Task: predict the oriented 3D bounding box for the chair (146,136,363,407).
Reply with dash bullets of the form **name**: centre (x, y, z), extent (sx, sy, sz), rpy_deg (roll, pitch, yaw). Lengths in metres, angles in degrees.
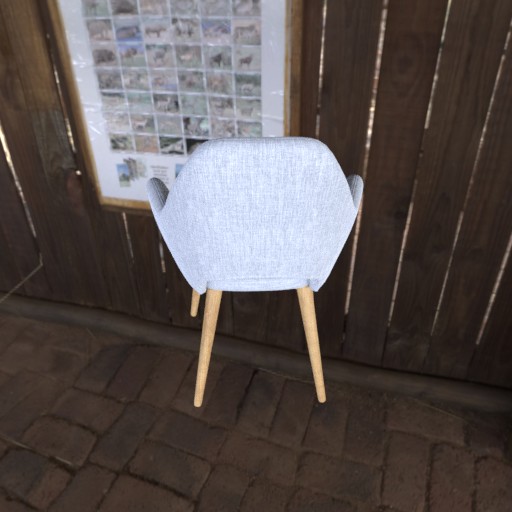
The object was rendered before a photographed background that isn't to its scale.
- **chair**: centre (0.000, 0.000, 1.282), extent (0.590, 0.840, 0.610), rpy_deg (-1, 30, -2)
